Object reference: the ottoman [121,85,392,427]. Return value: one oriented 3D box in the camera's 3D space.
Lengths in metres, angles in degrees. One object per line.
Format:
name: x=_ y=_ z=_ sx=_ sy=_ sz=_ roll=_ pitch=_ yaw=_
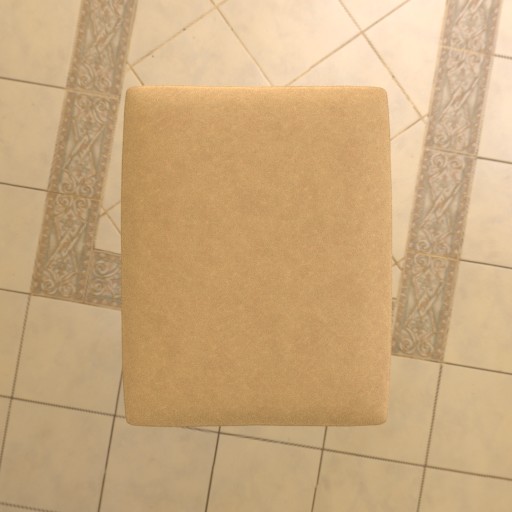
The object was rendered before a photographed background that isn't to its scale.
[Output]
ottoman: x=0.000 y=0.000 z=1.130 sx=0.584 sy=0.513 sz=0.741 roll=0 pitch=90 yaw=-1
